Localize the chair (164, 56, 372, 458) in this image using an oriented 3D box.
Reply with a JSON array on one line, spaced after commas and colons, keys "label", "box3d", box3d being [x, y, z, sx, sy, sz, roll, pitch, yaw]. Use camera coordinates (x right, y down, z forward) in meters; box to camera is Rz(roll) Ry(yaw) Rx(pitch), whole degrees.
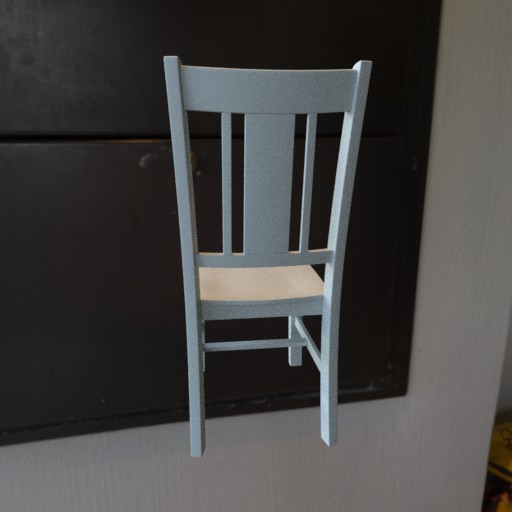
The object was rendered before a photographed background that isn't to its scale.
[{"label": "chair", "box3d": [0.000, 0.000, 1.312, 0.450, 0.998, 0.555, -2, 15, -7]}]
